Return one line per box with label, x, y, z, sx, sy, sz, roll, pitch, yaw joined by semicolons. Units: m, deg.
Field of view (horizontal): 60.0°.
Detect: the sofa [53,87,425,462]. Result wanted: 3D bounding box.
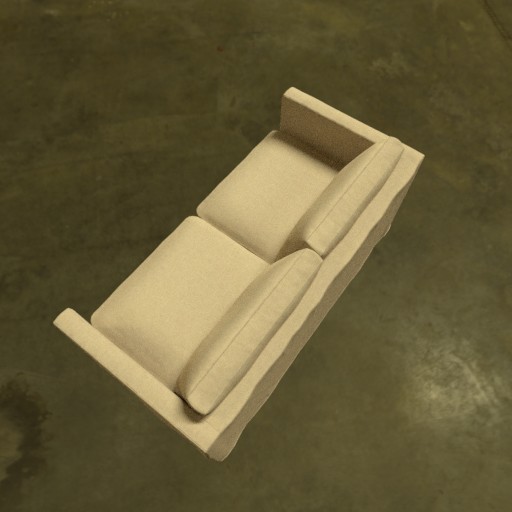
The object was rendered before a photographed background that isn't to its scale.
sofa;0.000;0.000;2.505;0.962;0.835;1.959;34;67;16
